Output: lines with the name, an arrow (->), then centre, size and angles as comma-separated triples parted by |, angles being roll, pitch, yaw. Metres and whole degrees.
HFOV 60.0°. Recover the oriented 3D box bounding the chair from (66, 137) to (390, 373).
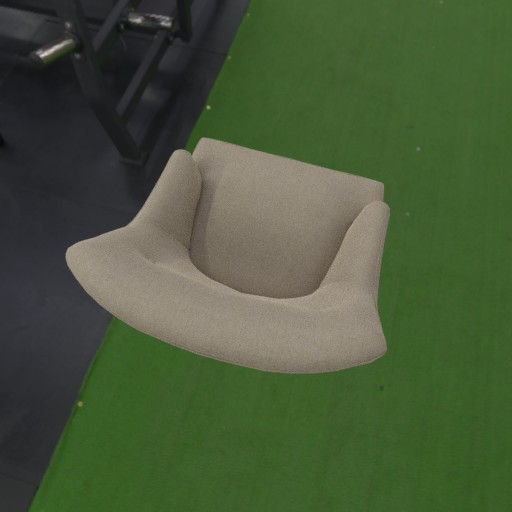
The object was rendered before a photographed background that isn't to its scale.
chair -> 0.000, 0.000, 1.578 | 0.864, 0.856, 0.923 | 16, 65, 8
